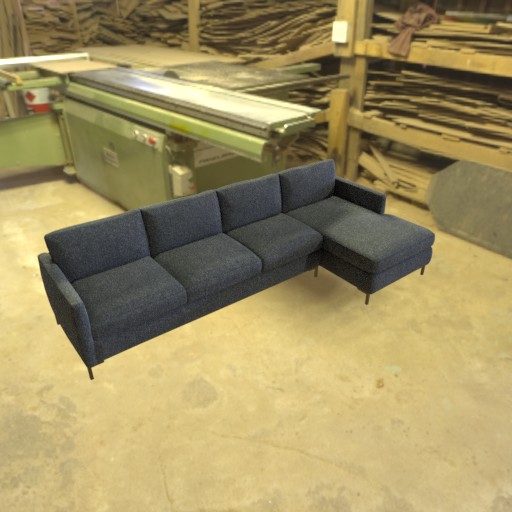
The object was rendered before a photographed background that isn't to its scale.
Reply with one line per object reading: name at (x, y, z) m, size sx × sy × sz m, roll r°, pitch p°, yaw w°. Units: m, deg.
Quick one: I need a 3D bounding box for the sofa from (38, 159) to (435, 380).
sofa at (0.000, 0.000, 3.513) m, size 2.932 × 0.810 × 1.350 m, roll -21°, pitch 36°, yaw -31°
